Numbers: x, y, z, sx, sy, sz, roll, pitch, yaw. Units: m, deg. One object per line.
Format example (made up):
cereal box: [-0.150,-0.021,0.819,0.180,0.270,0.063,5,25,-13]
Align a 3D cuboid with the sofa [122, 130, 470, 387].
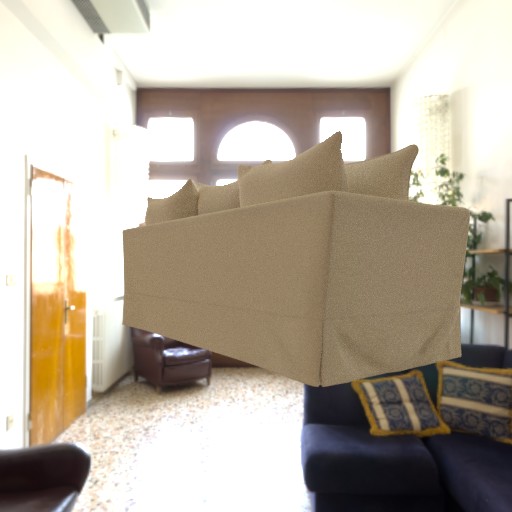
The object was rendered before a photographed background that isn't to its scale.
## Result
sofa: [0.000,0.000,2.829,1.031,1.034,2.290,1,-1,-36]
